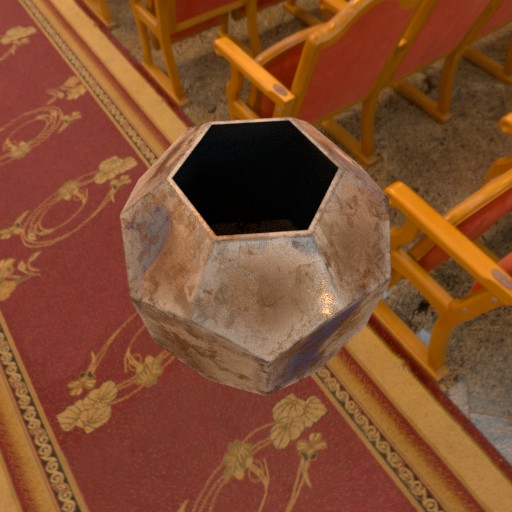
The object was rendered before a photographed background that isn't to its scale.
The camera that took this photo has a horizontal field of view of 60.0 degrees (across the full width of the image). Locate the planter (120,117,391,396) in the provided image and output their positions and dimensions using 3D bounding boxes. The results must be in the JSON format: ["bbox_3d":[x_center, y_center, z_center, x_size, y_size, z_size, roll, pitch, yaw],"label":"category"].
[{"bbox_3d":[0.000,0.000,0.430,0.243,0.238,0.221,-31,64,-17],"label":"planter"}]
